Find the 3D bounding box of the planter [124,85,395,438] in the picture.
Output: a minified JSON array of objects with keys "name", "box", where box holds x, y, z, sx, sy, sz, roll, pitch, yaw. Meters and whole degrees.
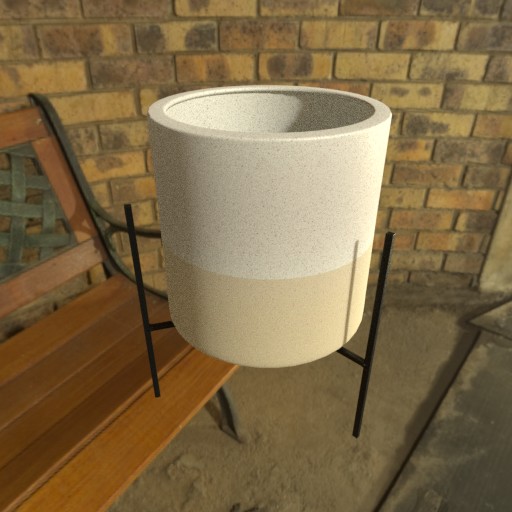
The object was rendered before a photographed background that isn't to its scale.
[{"name":"planter","box":[0.000,0.000,0.540,0.263,0.362,0.267,1,30,1]}]
